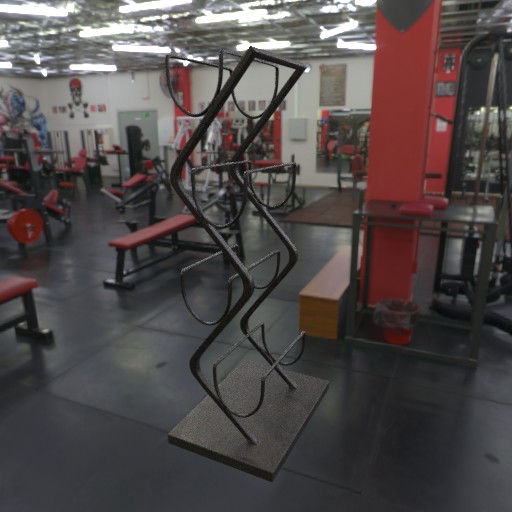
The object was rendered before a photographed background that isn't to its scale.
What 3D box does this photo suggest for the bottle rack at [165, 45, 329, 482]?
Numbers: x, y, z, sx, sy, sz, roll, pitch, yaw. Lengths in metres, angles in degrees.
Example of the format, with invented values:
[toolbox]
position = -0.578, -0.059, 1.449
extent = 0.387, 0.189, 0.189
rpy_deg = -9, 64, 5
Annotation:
[bottle rack]
position = 0.000, 0.000, 0.676
extent = 0.178, 0.559, 0.254
rpy_deg = 8, 18, 25
